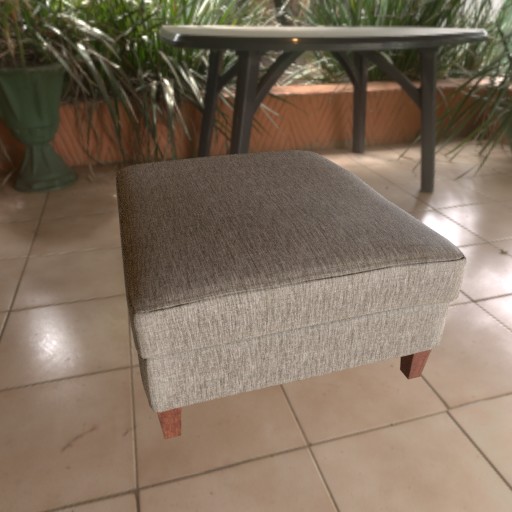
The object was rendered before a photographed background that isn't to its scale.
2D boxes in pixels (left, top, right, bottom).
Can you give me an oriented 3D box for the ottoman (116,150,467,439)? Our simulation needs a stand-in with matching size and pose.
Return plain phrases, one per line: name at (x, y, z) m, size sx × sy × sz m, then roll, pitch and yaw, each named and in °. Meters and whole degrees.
ottoman at (0.000, 0.000, 1.491) m, size 0.839 × 0.492 × 0.994 m, roll -8°, pitch 30°, yaw -15°
